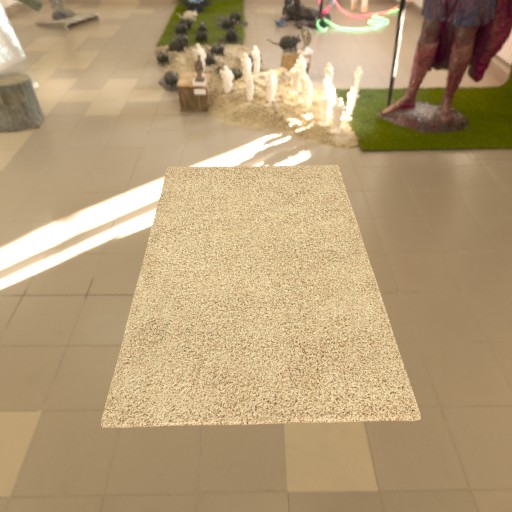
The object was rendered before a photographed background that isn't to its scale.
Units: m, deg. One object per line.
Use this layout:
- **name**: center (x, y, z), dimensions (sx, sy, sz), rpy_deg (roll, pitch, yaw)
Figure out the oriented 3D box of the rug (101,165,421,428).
- **rug**: center (0.000, 0.000, 3.021), dimensions (1.524, 0.030, 2.438), rpy_deg (-1, 41, -1)
